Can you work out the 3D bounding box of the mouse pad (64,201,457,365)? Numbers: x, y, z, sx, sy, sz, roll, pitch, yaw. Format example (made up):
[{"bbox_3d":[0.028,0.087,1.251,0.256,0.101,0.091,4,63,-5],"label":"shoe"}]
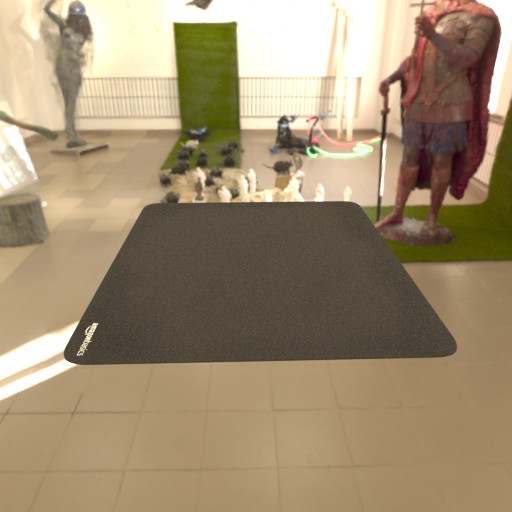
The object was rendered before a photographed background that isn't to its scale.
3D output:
[{"bbox_3d":[0.000,0.000,0.625,0.393,0.002,0.451,-1,26,-2],"label":"mouse pad"}]
